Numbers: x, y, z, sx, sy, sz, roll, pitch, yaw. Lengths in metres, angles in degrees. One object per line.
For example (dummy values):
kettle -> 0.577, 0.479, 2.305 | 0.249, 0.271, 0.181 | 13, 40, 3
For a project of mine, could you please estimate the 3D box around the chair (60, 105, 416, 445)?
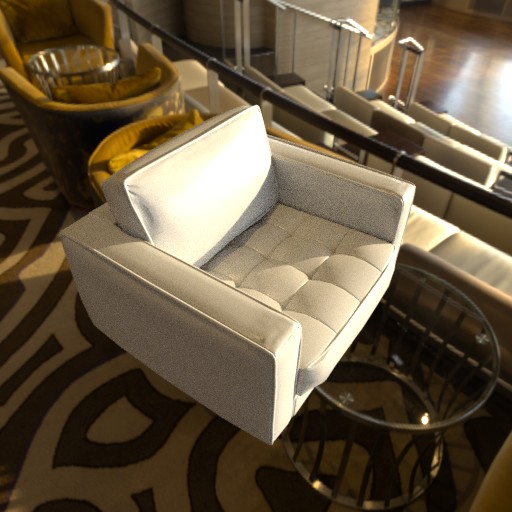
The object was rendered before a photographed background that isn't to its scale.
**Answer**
chair -> 0.000, 0.000, 1.536 | 0.843, 0.773, 0.928 | 25, 47, 26
